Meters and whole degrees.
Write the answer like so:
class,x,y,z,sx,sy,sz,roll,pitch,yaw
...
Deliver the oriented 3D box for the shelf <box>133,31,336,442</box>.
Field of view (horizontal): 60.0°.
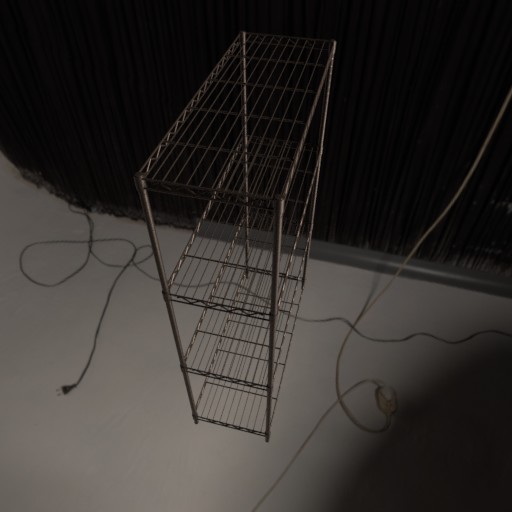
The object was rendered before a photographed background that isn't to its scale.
class,x,y,z,sx,sy,sz,roll,pitch,yaw
shelf,0.000,0.000,1.768,0.352,1.361,0.907,10,48,10
